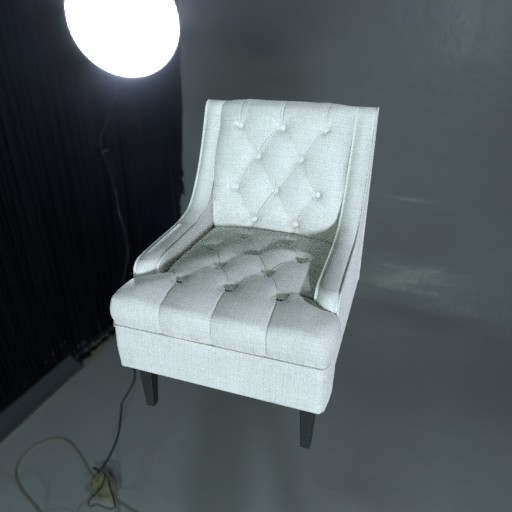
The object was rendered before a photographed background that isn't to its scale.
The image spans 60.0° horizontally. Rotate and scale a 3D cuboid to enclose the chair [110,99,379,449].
[{"bbox_3d":[0.000,0.000,1.460,0.658,0.891,0.772,9,28,17],"label":"chair"}]
